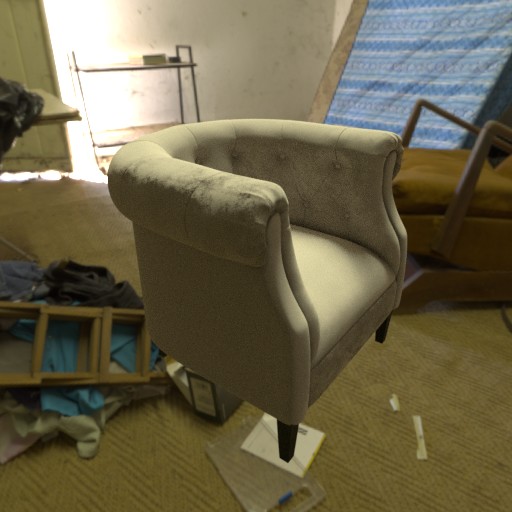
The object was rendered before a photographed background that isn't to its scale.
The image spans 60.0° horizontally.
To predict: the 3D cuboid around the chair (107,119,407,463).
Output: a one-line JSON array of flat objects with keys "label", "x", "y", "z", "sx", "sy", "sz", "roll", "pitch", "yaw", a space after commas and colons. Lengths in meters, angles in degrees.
[{"label": "chair", "x": 0.000, "y": 0.000, "z": 1.568, "sx": 0.851, "sy": 0.826, "sz": 0.904, "roll": 19, "pitch": 33, "yaw": 32}]
